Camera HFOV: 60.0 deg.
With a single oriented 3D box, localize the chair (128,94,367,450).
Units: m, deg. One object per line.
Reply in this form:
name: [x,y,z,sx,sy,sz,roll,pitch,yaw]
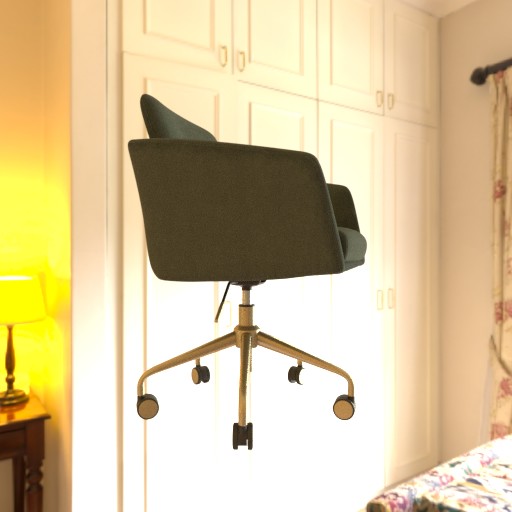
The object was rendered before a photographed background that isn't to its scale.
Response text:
chair: [0.000,0.000,1.326,0.635,0.908,0.641,0,0,19]
